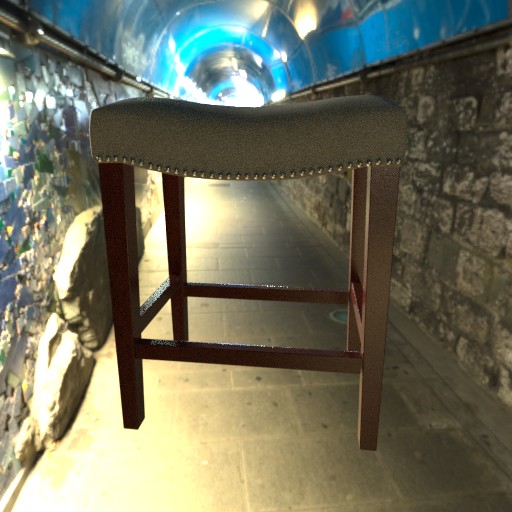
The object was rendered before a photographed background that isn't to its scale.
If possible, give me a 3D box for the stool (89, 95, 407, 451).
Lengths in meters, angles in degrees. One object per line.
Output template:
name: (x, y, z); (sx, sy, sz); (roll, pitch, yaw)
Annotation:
stool: (0.000, 0.000, 0.936); (0.509, 0.632, 0.375); (2, 17, 7)
